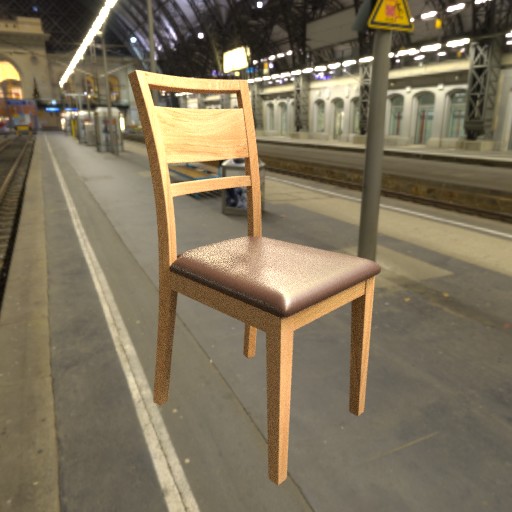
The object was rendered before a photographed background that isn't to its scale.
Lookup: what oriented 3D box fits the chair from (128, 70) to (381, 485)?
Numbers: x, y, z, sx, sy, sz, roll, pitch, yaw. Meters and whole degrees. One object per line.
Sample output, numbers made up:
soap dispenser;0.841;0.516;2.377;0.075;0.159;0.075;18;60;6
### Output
chair;0.000;0.000;1.205;0.545;0.940;0.420;15;23;41
